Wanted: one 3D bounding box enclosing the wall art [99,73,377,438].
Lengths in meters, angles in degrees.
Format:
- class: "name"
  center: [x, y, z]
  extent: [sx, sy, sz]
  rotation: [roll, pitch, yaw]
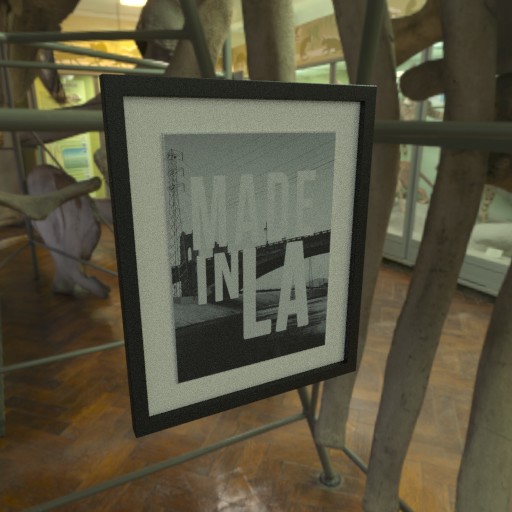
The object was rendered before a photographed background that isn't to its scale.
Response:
- class: "wall art"
  center: [0.000, 0.000, 0.759]
  extent: [0.457, 0.559, 0.028]
  rotation: [-8, 19, -26]
